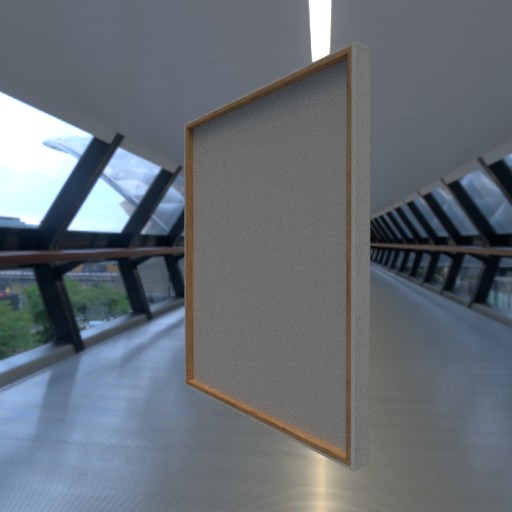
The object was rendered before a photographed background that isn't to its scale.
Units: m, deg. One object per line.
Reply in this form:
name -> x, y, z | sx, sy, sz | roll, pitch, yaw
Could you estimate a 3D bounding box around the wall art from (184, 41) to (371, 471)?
wall art -> 0.000, 0.000, 0.837 | 0.037, 0.606, 0.508 | 0, 1, -37
